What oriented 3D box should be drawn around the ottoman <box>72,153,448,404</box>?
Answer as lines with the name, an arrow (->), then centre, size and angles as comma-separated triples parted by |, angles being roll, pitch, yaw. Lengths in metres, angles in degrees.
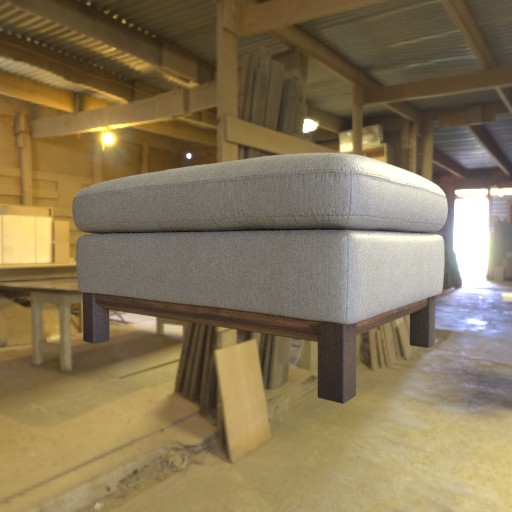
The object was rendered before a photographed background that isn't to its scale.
ottoman -> 0.000, 0.000, 1.020 | 0.735, 0.404, 0.528 | 1, 2, 37
